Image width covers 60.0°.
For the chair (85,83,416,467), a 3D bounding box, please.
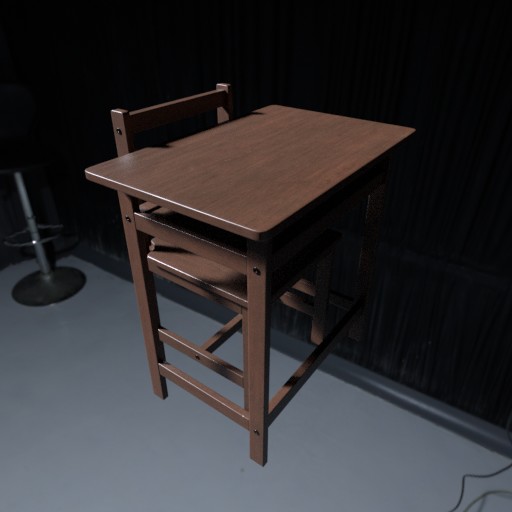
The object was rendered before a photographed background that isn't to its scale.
[{"bbox_3d":[0.000,0.000,1.046,0.463,0.673,0.599,21,38,30],"label":"chair"}]
